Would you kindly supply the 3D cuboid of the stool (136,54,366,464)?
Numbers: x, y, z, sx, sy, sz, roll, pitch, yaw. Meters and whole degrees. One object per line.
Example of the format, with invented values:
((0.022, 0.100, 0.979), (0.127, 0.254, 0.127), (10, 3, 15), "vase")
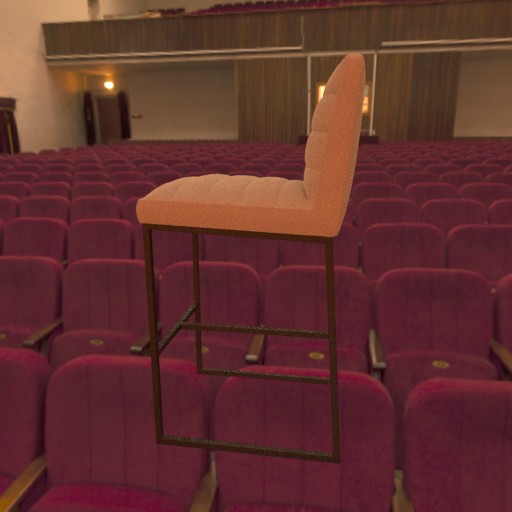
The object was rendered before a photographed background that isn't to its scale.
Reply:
((0.000, 0.000, 1.353), (0.573, 1.061, 0.464), (2, 14, 9), "stool")
